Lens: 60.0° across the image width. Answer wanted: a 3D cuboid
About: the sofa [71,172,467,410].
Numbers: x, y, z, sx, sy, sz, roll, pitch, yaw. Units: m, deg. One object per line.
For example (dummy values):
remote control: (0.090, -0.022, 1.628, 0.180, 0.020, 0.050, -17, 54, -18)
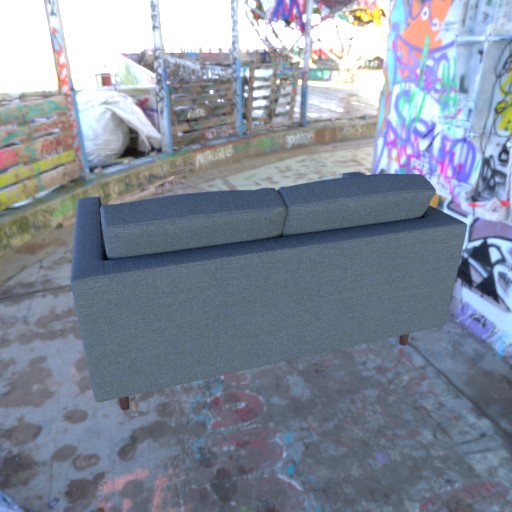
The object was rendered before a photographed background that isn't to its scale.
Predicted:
sofa: (0.000, 0.000, 2.266, 1.659, 0.907, 0.999, -8, 27, -17)
